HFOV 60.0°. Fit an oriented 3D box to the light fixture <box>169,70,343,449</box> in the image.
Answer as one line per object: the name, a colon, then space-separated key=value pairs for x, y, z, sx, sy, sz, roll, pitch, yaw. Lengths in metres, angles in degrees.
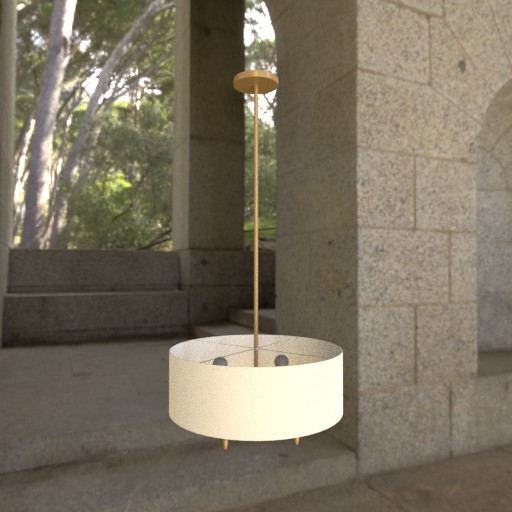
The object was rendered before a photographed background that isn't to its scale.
light fixture: x=0.000 y=0.000 z=1.329 sx=0.508 sy=1.067 sz=0.508 roll=0 pitch=-1 yaw=0
